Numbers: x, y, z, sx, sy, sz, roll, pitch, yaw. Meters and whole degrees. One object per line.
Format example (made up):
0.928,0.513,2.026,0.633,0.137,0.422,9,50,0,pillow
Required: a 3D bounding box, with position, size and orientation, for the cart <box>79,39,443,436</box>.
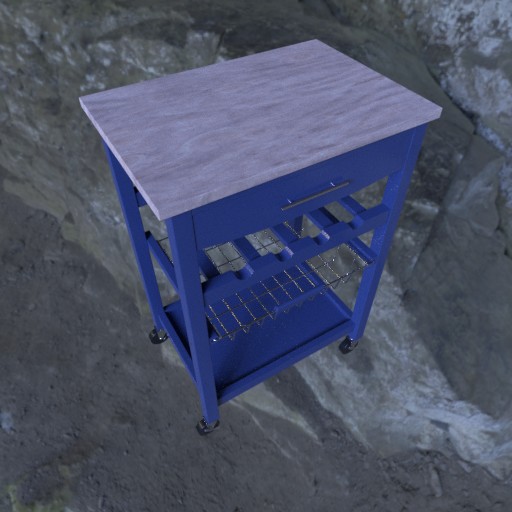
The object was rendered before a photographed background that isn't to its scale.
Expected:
0.000,0.000,1.148,0.584,0.839,0.403,-24,51,-21,cart
